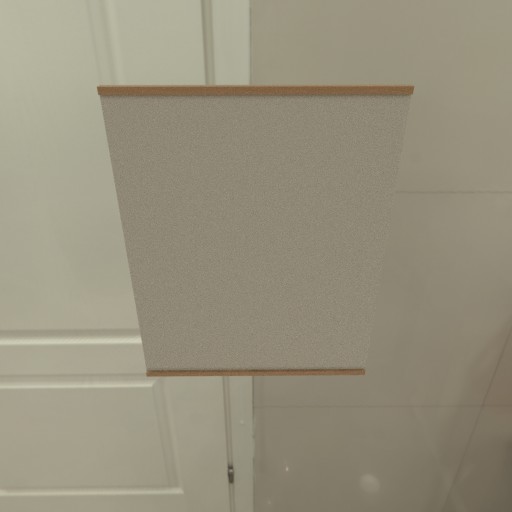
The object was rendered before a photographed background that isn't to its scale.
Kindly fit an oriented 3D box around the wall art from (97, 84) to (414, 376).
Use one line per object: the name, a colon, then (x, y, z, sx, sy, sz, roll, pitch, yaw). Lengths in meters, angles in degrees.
wall art: (0.000, 0.000, 0.699, 0.405, 0.508, 0.012, 0, 30, 0)
